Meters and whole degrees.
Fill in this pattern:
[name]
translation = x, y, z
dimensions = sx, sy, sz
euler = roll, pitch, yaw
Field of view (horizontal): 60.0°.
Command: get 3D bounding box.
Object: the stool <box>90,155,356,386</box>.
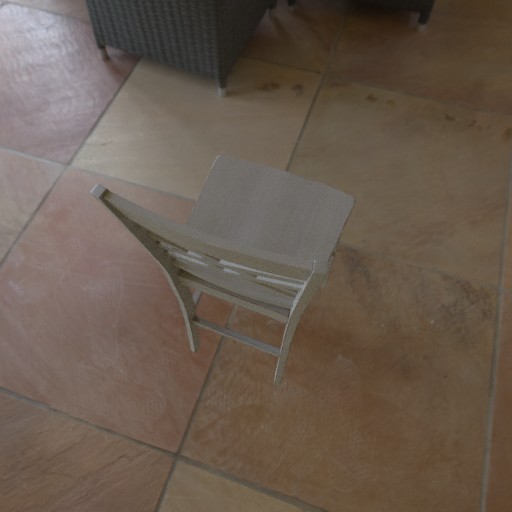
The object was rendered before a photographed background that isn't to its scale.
[stool]
translation = 0.000, 0.000, 1.367
dimensions = 0.462, 1.079, 0.539
euler = 19, 64, 10
